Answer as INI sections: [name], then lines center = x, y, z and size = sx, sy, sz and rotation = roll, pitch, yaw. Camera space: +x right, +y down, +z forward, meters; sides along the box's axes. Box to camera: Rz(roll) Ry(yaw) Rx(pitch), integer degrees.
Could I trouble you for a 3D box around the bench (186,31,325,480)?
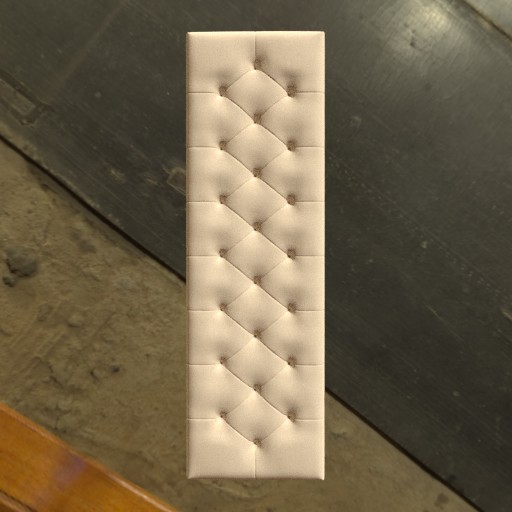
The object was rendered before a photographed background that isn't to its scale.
[bench]
center = 0.000, 0.000, 1.666
size = 0.457, 0.484, 1.473
rotation = 0, 90, 1
